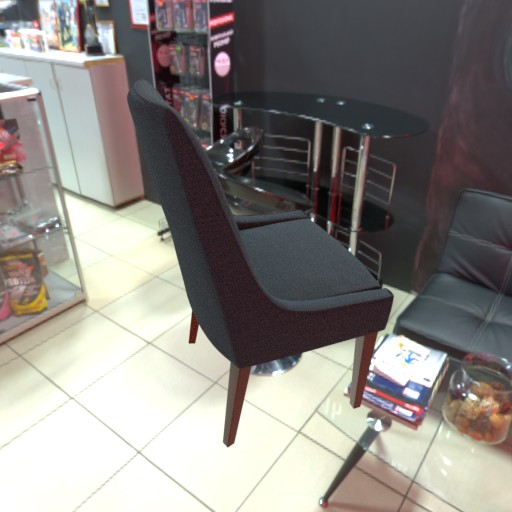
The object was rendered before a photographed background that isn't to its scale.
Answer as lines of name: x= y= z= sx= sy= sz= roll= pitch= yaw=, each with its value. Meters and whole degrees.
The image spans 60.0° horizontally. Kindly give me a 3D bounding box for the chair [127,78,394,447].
chair: x=0.000 y=0.000 z=1.173 sx=0.544 sy=0.861 sz=0.529 roll=-10 pitch=32 yaw=-17
